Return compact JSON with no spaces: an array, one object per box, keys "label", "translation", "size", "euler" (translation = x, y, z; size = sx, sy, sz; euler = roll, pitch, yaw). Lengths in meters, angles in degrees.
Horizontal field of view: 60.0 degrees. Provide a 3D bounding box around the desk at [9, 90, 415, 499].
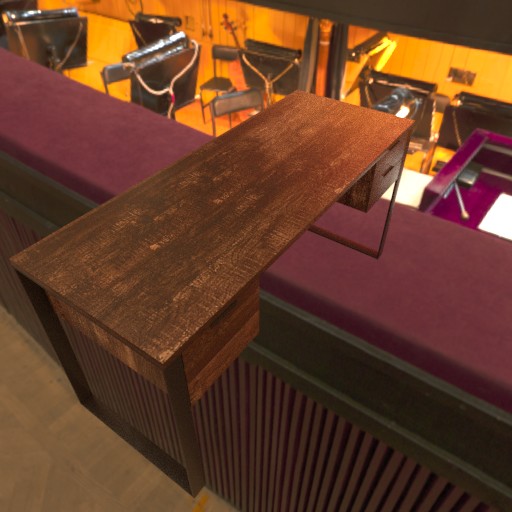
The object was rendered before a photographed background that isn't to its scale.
[{"label":"desk","translation":[0.000,0.000,1.818],"size":[0.599,0.762,1.524],"euler":[25,47,26]}]
